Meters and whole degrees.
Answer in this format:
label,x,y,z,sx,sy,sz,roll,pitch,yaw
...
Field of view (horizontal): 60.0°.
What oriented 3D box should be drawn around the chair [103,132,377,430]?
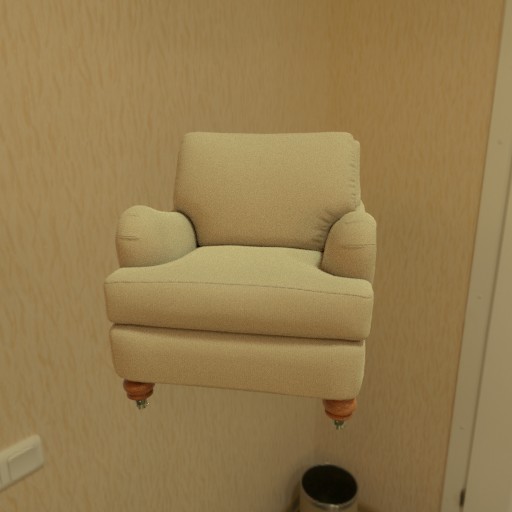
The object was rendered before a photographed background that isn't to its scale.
label,x,y,z,sx,sy,sz,roll,pitch,yaw
chair,0.000,0.000,1.915,0.955,1.038,1.070,2,15,9
